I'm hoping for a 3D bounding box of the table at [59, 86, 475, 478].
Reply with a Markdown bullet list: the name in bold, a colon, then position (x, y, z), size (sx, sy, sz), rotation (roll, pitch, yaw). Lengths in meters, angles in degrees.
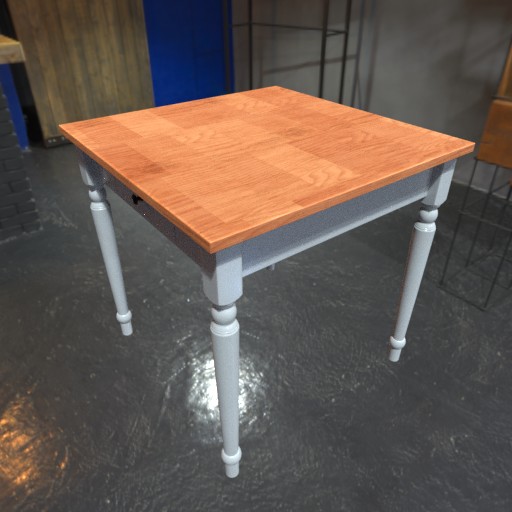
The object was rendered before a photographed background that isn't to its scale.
- **table**: position (0.000, 0.000, 1.318), size (0.747, 0.738, 0.747), rotation (-23, 40, -30)
